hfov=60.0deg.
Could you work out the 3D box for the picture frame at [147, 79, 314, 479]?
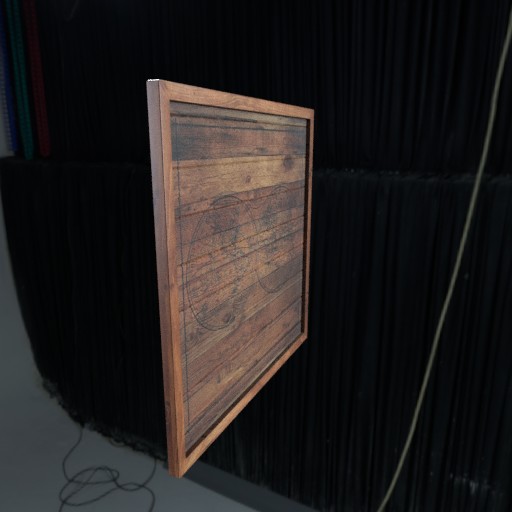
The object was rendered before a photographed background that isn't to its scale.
[{"bbox_3d":[0.000,0.000,1.222,0.029,0.817,0.810,7,16,25],"label":"picture frame"}]
